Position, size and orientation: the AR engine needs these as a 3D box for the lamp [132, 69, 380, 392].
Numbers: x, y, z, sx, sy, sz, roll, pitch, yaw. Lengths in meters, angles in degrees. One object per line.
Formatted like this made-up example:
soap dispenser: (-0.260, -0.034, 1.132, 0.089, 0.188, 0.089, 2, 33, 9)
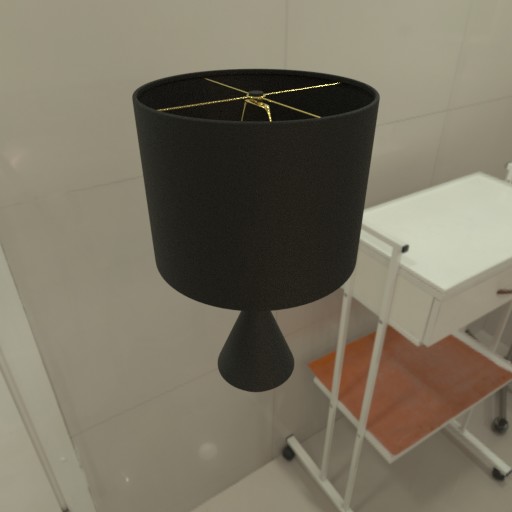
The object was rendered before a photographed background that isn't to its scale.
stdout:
lamp: (0.000, 0.000, 0.813, 0.359, 0.584, 0.359, -19, 37, -28)
